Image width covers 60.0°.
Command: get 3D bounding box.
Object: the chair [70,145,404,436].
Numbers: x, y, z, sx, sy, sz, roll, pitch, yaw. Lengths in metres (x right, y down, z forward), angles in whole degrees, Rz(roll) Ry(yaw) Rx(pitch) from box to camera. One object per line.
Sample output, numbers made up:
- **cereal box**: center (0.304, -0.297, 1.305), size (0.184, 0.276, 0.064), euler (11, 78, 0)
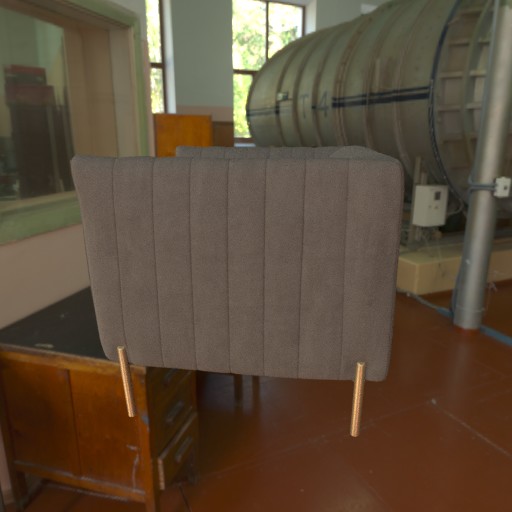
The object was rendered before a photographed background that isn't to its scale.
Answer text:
- **chair**: center (0.000, 0.000, 1.632), size (0.873, 0.779, 0.981), euler (2, 16, 8)
